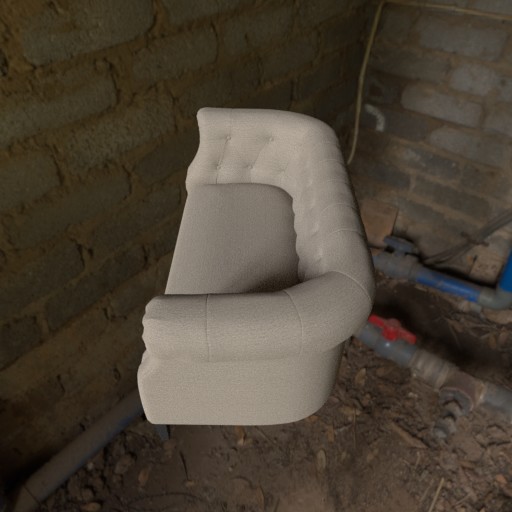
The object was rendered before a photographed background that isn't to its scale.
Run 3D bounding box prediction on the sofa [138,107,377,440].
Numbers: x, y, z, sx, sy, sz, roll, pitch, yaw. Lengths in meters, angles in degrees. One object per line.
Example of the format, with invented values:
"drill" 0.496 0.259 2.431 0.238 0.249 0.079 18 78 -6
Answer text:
"sofa" 0.000 0.000 2.065 0.835 0.827 1.558 1 42 1
